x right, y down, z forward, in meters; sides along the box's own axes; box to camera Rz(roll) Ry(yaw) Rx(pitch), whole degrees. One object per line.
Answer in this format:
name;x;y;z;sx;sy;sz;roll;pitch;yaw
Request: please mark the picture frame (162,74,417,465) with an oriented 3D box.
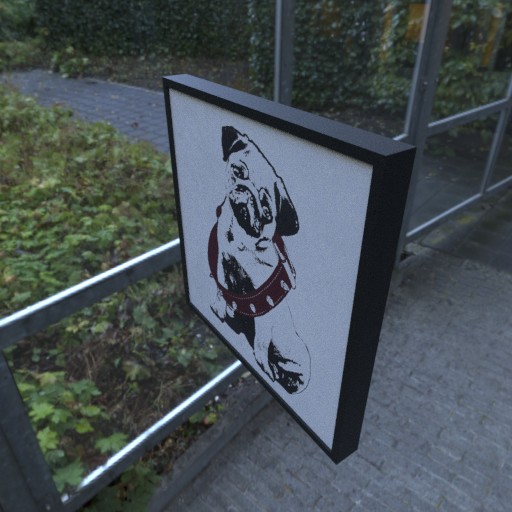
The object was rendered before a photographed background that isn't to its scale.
picture frame;0.000;0.000;0.473;0.030;0.317;0.317;-21;38;-29
